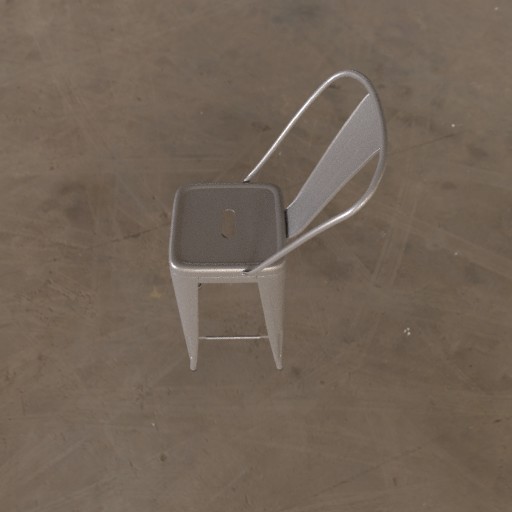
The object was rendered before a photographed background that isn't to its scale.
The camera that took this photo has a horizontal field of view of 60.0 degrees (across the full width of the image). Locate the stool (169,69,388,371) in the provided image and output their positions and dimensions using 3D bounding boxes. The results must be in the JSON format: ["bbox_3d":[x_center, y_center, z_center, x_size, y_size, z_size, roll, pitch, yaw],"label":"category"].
[{"bbox_3d":[0.000,0.000,1.346,0.513,1.096,0.399,-1,59,0],"label":"stool"}]
